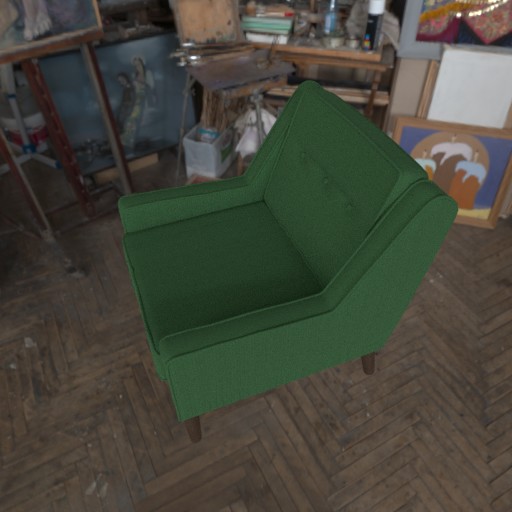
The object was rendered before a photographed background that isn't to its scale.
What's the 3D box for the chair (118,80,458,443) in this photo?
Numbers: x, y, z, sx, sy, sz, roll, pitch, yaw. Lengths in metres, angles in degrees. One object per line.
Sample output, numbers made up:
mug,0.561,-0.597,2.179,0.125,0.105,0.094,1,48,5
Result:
chair,0.000,0.000,1.347,0.743,0.792,0.663,-16,47,-15
